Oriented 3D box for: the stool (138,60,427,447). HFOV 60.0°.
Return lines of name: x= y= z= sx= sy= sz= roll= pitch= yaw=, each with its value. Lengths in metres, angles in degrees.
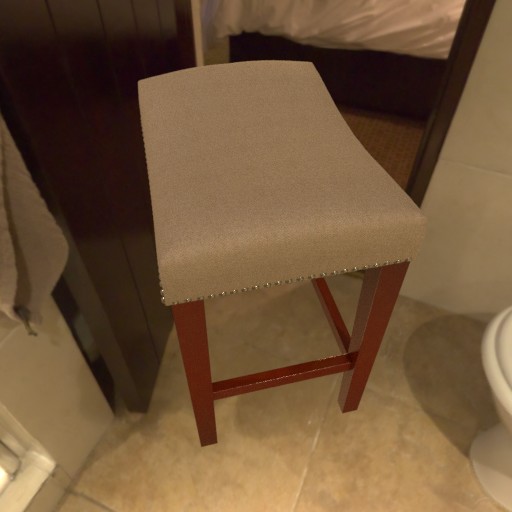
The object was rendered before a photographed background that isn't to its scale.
stool: x=0.000 y=0.000 z=0.940 sx=0.375 sy=0.632 sz=0.509 roll=-10 pitch=48 yaw=-9
